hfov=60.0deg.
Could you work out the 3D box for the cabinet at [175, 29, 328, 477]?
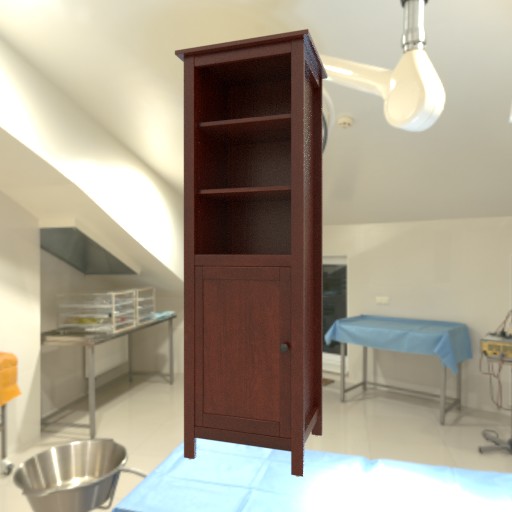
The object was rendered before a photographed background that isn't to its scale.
[{"bbox_3d":[0.000,0.000,1.750,0.500,1.518,0.401,0,0,18],"label":"cabinet"}]
